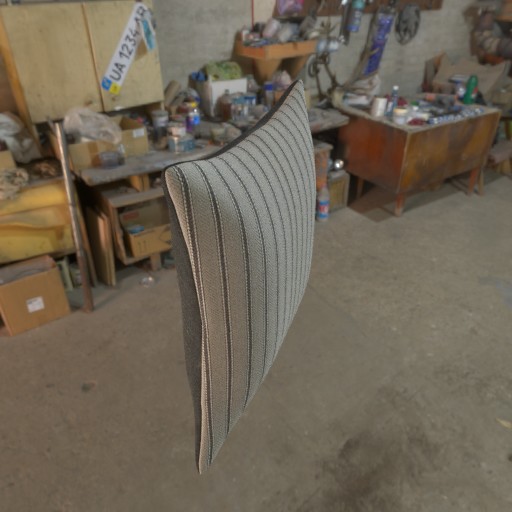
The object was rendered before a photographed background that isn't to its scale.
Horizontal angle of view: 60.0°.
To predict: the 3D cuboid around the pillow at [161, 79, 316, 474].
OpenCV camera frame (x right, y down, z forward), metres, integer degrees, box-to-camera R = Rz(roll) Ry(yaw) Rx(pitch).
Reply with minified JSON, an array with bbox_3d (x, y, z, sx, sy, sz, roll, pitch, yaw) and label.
[{"bbox_3d":[0.000,0.000,0.684,0.138,0.444,0.468,10,32,17],"label":"pillow"}]
